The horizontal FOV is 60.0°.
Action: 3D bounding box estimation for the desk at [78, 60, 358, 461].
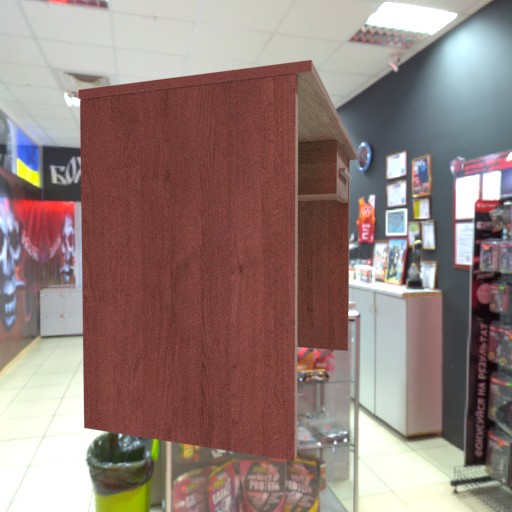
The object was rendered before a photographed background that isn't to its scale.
[{"bbox_3d":[0.000,0.000,1.294,0.498,0.724,0.893,1,2,18],"label":"desk"}]
